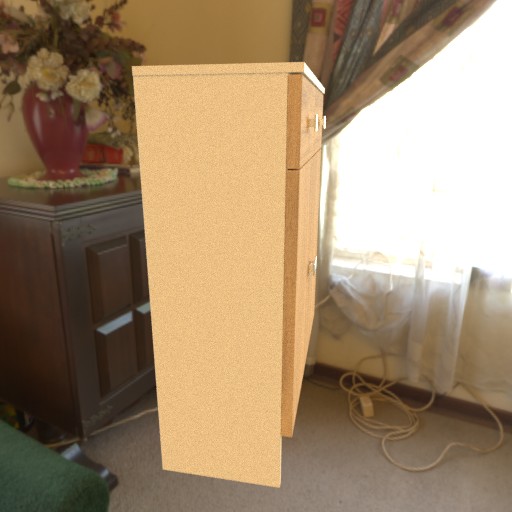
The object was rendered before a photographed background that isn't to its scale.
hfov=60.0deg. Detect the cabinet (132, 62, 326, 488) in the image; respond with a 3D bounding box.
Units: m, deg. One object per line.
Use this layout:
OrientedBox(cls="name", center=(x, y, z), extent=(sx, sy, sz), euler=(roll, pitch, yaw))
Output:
OrientedBox(cls="cabinet", center=(0.000, 0.000, 1.102), extent=(0.296, 0.815, 0.600), euler=(3, 17, 11))
